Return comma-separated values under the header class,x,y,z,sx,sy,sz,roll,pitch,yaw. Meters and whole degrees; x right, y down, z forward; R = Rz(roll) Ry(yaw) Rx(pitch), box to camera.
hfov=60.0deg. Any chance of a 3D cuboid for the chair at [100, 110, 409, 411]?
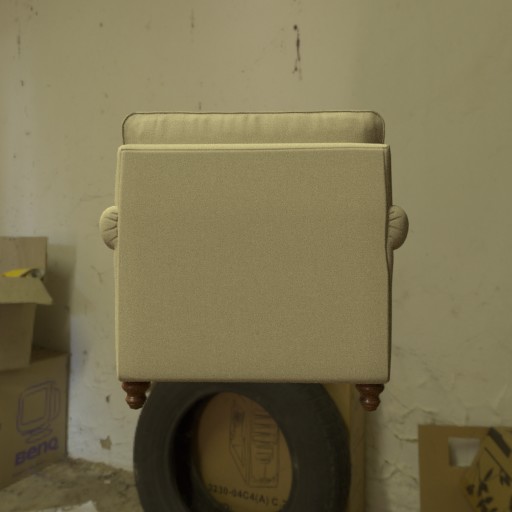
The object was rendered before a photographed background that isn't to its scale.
class,x,y,z,sx,sy,sz,roll,pitch,yaw
chair,0.000,0.000,1.786,1.029,0.967,0.966,0,-1,1
